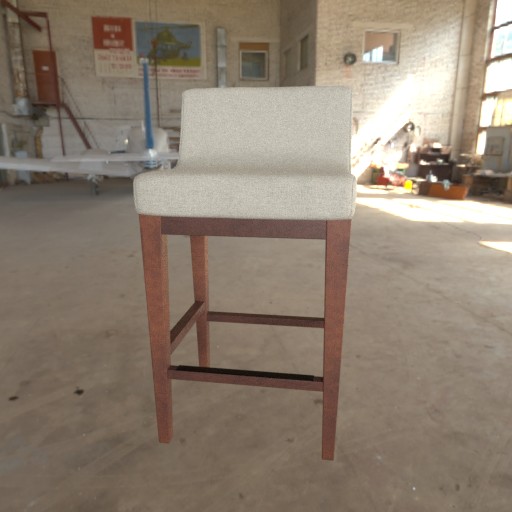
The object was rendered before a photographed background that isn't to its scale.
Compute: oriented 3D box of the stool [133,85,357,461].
[{"bbox_3d":[0.000,0.000,1.245,0.511,0.937,0.500,2,14,9],"label":"stool"}]
